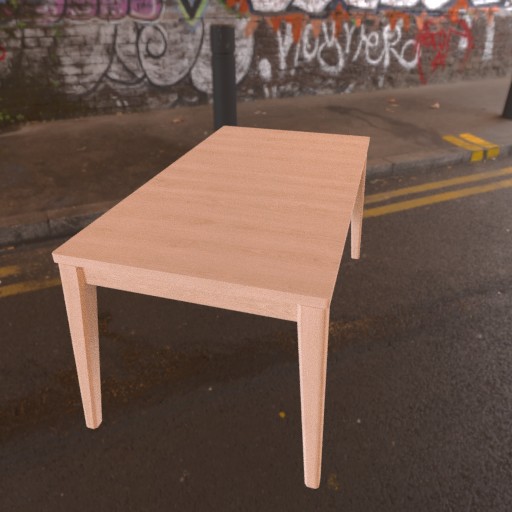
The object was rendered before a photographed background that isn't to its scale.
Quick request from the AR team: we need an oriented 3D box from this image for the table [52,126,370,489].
[{"bbox_3d":[0.000,0.000,2.060,0.900,0.760,1.600,8,32,14],"label":"table"}]
